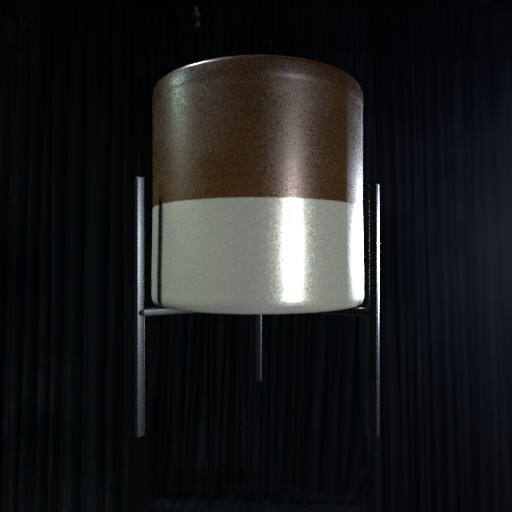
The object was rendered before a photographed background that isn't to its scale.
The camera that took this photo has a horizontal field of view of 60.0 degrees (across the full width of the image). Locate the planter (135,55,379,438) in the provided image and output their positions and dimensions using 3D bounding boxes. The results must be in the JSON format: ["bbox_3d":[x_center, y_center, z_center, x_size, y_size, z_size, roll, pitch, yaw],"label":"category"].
[{"bbox_3d":[0.000,0.000,0.542,0.255,0.375,0.269,0,0,0],"label":"planter"}]
